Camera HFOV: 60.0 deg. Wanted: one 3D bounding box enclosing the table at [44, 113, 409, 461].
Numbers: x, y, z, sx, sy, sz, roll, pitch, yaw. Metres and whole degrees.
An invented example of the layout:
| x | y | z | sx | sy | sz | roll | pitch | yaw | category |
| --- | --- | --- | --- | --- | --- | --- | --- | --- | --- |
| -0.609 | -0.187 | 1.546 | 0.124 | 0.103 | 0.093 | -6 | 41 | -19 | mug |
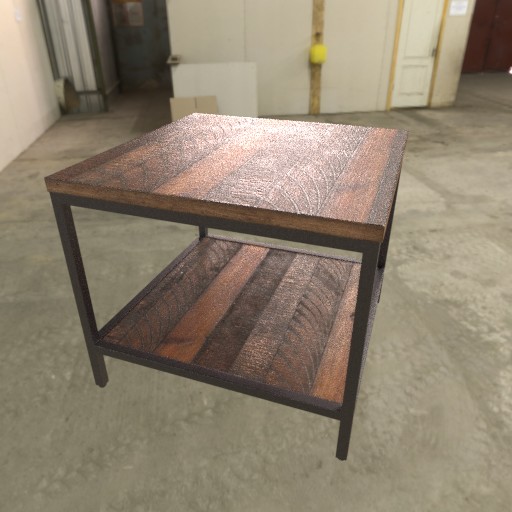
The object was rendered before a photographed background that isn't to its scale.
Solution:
| x | y | z | sx | sy | sz | roll | pitch | yaw | category |
| --- | --- | --- | --- | --- | --- | --- | --- | --- | --- |
| 0.000 | 0.000 | 0.997 | 0.553 | 0.482 | 0.548 | 10 | 31 | 17 | table |
